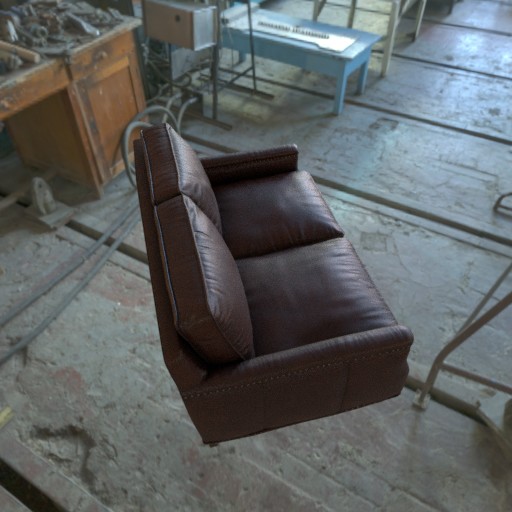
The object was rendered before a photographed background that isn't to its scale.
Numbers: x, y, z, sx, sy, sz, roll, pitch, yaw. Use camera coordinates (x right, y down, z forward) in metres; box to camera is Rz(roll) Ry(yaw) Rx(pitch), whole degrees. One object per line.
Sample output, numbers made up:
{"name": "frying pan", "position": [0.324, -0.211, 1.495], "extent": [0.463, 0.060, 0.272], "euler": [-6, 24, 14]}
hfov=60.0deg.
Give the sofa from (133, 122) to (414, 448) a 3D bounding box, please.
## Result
{"name": "sofa", "position": [0.000, 0.000, 2.379], "extent": [1.083, 1.003, 1.628], "euler": [-11, 47, -10]}
